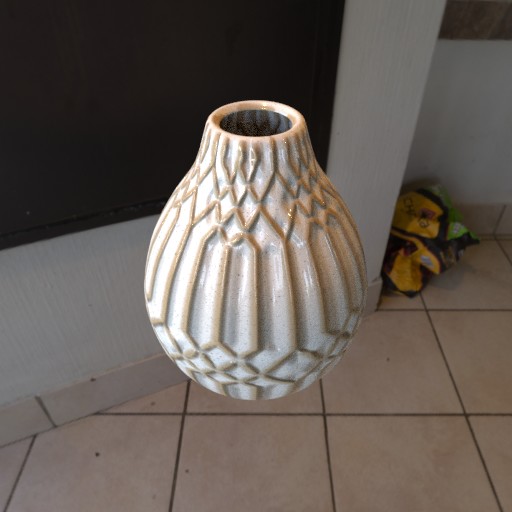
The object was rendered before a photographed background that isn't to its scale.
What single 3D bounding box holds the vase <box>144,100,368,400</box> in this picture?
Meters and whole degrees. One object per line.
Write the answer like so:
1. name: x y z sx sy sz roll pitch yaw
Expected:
1. vase: 0.000 0.000 0.309 0.159 0.200 0.159 0 41 0
